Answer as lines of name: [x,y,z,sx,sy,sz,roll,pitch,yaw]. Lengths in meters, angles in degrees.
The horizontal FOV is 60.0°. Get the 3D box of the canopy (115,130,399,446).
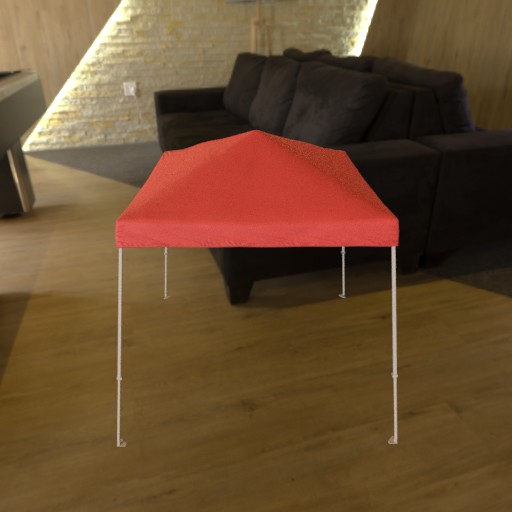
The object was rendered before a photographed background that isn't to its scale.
canopy: [0.000,0.000,6.464,3.599,3.600,3.600,0,27,-1]
